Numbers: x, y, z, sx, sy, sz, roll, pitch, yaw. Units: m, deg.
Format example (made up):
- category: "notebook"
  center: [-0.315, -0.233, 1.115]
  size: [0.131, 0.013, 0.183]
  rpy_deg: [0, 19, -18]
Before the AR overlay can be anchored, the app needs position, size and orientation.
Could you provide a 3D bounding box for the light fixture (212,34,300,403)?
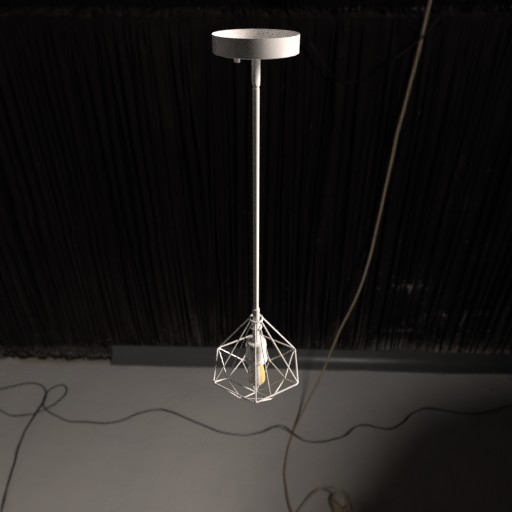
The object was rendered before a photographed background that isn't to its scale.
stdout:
- category: "light fixture"
  center: [0.000, 0.000, 1.956]
  size: [0.431, 1.764, 0.487]
  rpy_deg: [0, 32, 1]
